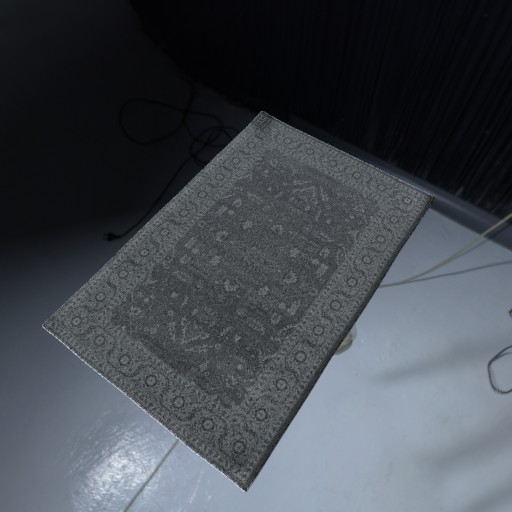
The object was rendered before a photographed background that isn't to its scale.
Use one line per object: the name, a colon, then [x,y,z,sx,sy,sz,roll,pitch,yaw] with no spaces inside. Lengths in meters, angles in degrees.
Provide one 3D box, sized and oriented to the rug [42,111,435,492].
rug: [0.000,0.000,2.309,1.209,0.019,1.828,31,64,18]
